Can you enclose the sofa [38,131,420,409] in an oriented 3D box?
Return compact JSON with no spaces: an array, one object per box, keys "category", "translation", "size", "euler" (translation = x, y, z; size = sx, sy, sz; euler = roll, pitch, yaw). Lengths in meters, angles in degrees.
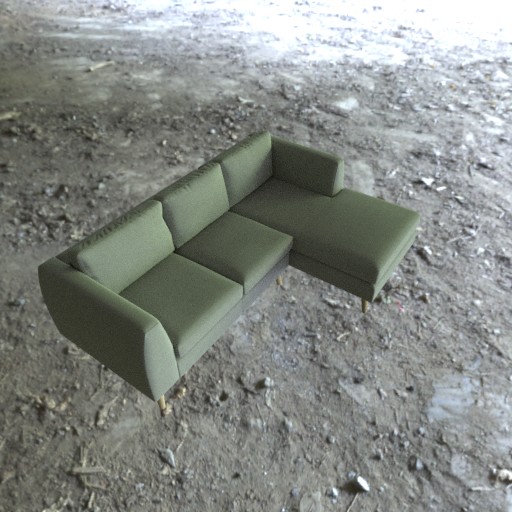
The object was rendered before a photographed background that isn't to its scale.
[{"category":"sofa","translation":[0.000,0.000,3.115],"size":[1.580,0.860,2.300],"euler":[25,47,26]}]
